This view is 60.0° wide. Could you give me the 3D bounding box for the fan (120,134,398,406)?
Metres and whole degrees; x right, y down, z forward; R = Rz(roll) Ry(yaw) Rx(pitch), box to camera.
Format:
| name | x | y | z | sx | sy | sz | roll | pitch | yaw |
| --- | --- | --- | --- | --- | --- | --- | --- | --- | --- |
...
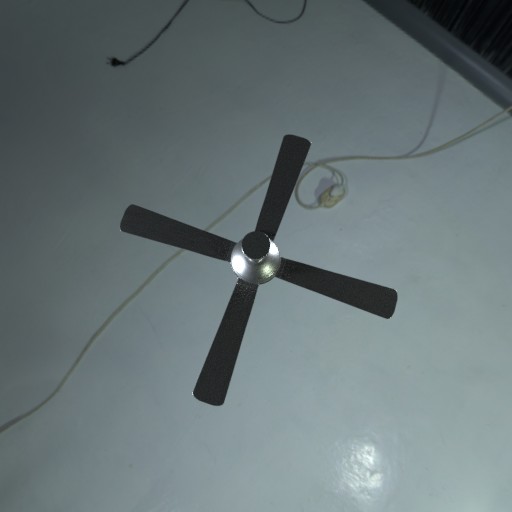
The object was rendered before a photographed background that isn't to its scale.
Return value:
| name | x | y | z | sx | sy | sz | roll | pitch | yaw |
| --- | --- | --- | --- | --- | --- | --- | --- | --- | --- |
| fan | 0.000 | 0.000 | 2.053 | 1.321 | 0.381 | 1.321 | 38 | 79 | 9 |
